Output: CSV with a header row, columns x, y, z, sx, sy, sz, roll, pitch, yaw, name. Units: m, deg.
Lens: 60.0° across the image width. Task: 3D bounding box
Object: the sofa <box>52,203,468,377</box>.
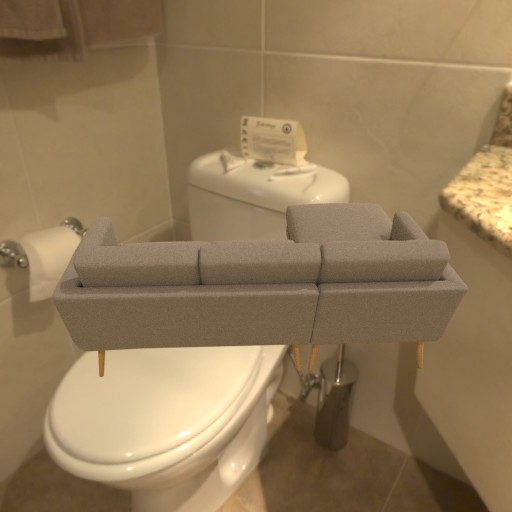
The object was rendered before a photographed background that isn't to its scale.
x,y,z,sx,sy,sz,roll,pitch,yaw,name
0.000,0.000,2.853,2.040,0.860,1.530,-1,30,-2,sofa
